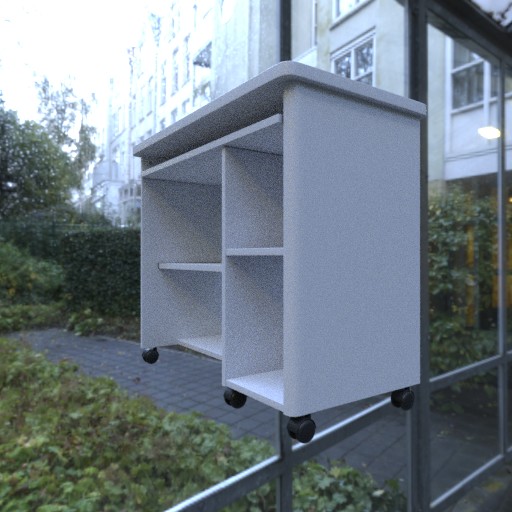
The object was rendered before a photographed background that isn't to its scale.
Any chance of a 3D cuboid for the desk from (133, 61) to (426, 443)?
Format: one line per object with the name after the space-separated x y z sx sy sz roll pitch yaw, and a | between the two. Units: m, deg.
0.000 0.000 1.347 0.475 0.763 0.877 0 0 -35 | desk
